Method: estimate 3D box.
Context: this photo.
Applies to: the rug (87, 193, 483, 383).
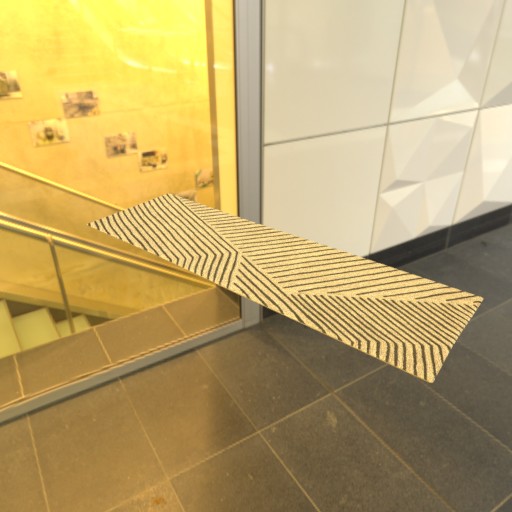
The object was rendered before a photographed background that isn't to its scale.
[{"bbox_3d":[0.000,0.000,2.722,2.439,0.020,0.773,21,35,33],"label":"rug"}]
